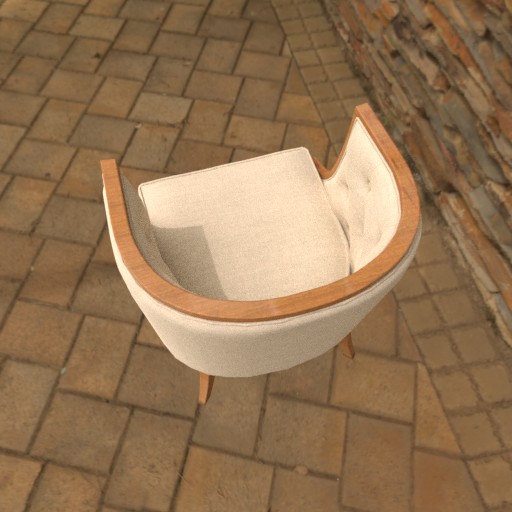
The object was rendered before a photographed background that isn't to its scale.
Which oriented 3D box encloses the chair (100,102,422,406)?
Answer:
[{"bbox_3d":[0.000,0.000,1.349,0.711,0.775,0.757,-15,60,-9],"label":"chair"}]
